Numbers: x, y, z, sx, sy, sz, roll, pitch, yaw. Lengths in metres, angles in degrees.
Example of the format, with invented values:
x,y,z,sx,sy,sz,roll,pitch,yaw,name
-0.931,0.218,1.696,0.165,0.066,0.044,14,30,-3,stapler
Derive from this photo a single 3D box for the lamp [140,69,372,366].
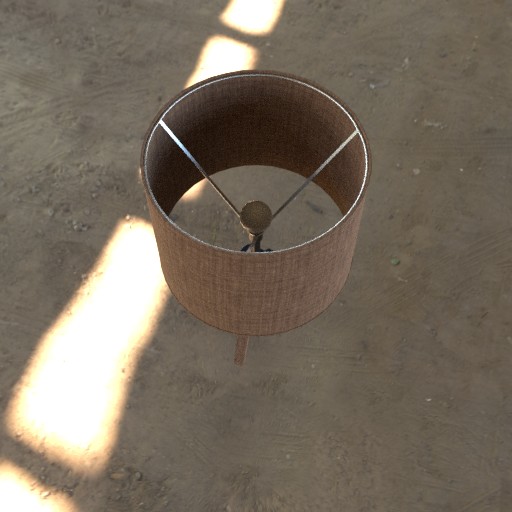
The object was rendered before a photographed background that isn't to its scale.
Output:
x,y,z,sx,sy,sz,roll,pitch,yaw,name
0.000,0.000,0.708,0.290,0.514,0.290,0,64,0,lamp
